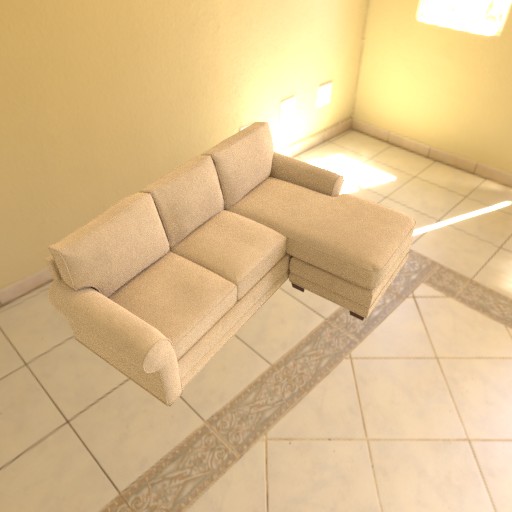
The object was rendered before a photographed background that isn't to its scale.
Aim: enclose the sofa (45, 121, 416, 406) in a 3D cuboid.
[{"bbox_3d":[0.000,0.000,2.396,1.226,0.734,1.770,25,47,26],"label":"sofa"}]
